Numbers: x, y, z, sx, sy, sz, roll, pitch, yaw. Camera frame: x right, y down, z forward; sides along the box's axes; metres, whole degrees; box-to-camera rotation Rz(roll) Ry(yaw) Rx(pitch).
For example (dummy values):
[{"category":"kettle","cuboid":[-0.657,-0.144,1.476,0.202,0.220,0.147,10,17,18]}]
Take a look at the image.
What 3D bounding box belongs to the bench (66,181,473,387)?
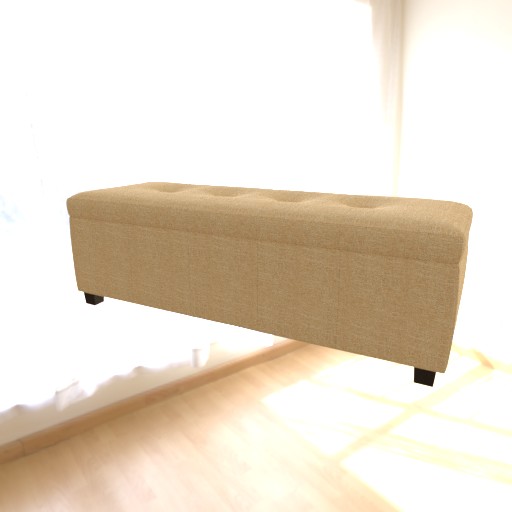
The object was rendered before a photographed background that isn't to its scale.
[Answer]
[{"category":"bench","cuboid":[0.000,0.000,1.431,1.219,0.406,0.432,8,18,26]}]
